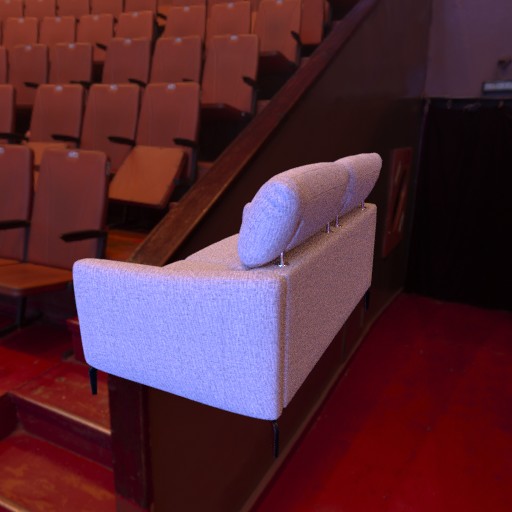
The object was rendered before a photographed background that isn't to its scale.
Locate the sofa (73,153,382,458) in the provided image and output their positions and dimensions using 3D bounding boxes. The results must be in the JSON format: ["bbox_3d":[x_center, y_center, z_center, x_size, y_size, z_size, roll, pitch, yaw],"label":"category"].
[{"bbox_3d":[0.000,0.000,2.156,0.905,0.950,1.540,8,18,25],"label":"sofa"}]
